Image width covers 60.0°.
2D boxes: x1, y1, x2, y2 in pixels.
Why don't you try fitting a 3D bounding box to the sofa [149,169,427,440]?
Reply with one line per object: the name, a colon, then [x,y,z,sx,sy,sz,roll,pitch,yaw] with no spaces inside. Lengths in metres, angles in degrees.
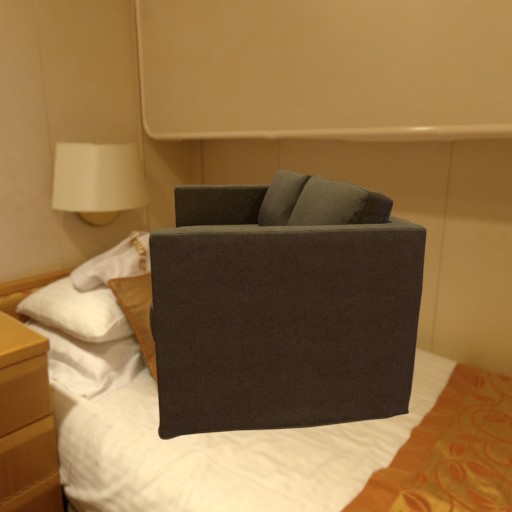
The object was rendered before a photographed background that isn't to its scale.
sofa: [0.000,0.000,2.361,0.974,0.854,1.802,-2,14,-7]
